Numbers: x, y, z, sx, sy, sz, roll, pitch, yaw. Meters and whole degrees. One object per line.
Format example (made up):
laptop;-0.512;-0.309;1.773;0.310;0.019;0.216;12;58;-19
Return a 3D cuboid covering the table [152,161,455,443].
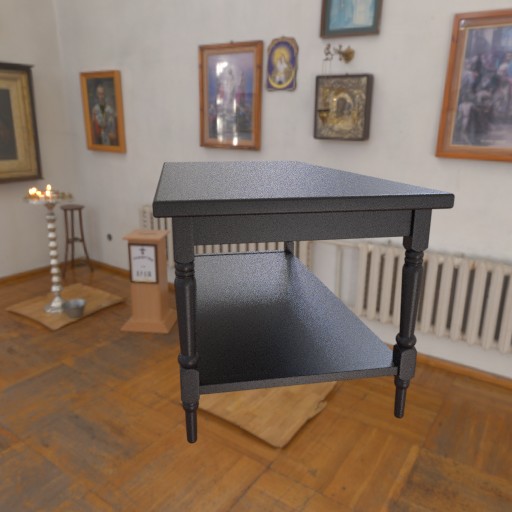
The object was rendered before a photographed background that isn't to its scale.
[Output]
table;0.000;0.000;1.367;0.550;0.510;1.107;-3;15;-10
